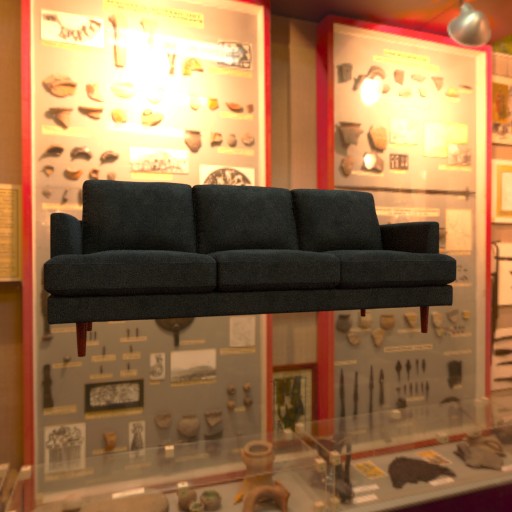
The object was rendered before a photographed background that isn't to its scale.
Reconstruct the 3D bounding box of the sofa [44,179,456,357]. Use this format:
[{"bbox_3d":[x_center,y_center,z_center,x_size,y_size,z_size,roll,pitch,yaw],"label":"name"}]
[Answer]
[{"bbox_3d":[0.000,0.000,2.694,2.246,0.930,0.903,0,1,-18],"label":"sofa"}]
